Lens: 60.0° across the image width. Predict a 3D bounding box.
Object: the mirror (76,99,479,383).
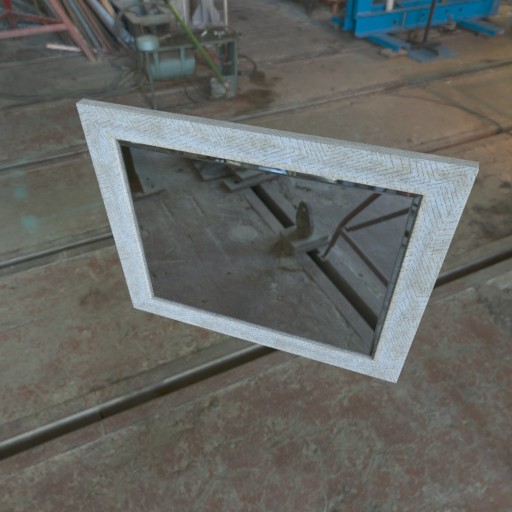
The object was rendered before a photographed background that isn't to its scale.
[{"bbox_3d":[0.000,0.000,1.119,0.839,0.689,0.028,13,44,14],"label":"mirror"}]
